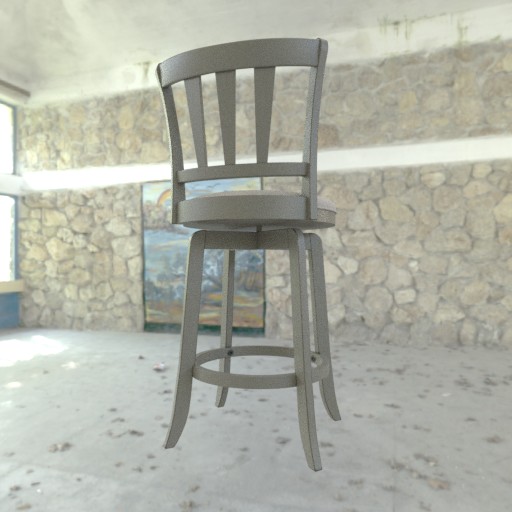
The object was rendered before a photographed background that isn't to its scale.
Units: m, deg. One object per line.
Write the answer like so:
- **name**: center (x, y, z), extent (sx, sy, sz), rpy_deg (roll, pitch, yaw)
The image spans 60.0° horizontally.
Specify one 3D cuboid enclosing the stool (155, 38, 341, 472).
- **stool**: center (0.000, 0.000, 1.227), extent (0.450, 0.994, 0.486), rpy_deg (0, 0, 18)
